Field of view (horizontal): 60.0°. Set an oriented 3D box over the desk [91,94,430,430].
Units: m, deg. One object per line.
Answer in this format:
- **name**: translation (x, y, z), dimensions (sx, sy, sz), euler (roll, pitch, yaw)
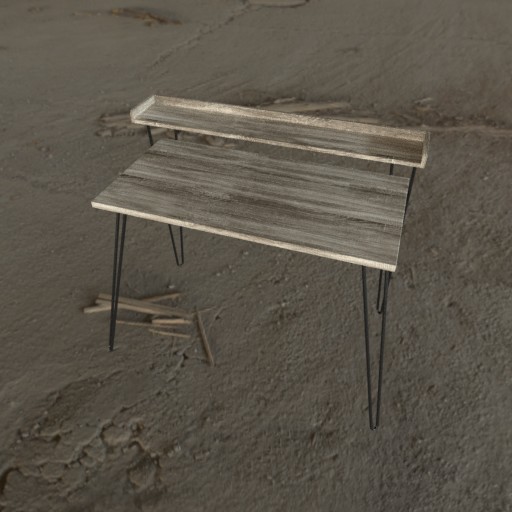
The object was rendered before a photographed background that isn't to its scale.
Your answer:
- **desk**: translation (0.000, 0.000, 1.671), dimensions (1.135, 0.899, 0.605), euler (13, 43, 14)
